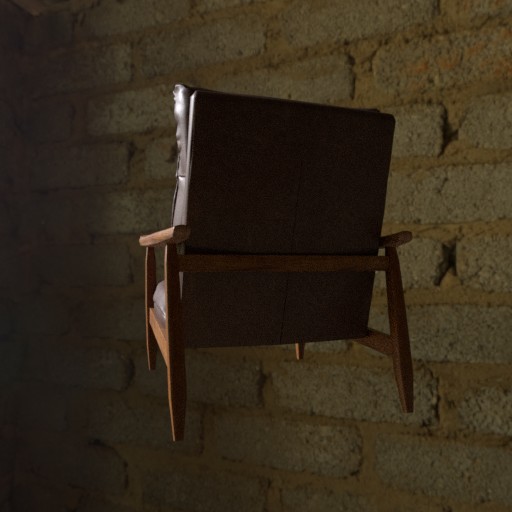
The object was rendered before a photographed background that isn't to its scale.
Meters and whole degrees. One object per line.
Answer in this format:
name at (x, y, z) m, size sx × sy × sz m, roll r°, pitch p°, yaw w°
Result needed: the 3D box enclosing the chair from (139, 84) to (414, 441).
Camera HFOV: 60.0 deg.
chair at (0.000, 0.000, 1.537) m, size 0.782 × 0.897 × 0.830 m, roll 0°, pitch -1°, yaw -18°
